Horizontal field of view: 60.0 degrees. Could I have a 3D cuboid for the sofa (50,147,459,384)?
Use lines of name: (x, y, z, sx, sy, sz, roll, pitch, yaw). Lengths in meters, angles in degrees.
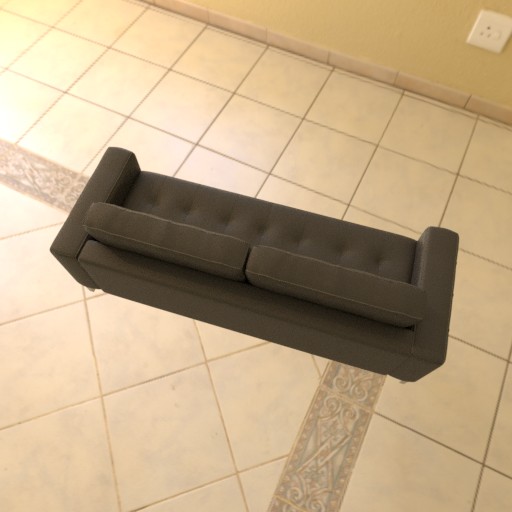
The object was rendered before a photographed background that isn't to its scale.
sofa: (0.000, 0.000, 2.722, 2.275, 0.893, 0.833, 15, 64, 8)
